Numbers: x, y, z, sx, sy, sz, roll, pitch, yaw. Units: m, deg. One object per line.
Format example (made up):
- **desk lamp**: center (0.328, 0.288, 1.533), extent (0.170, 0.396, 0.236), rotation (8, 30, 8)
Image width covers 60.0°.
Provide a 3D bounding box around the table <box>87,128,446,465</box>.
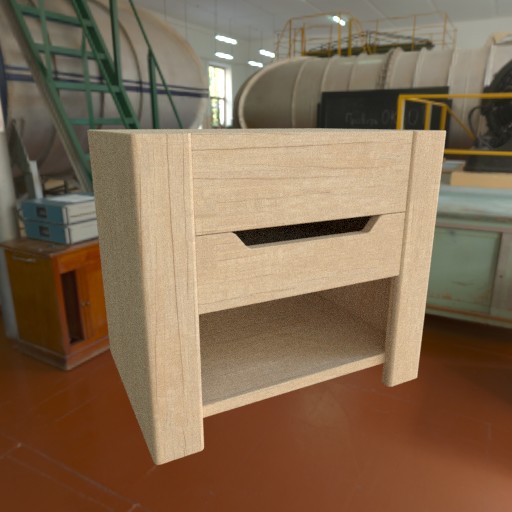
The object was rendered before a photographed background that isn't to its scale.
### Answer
- **table**: center (0.000, 0.000, 0.933), extent (0.570, 0.510, 0.420), rotation (-8, 18, -26)
